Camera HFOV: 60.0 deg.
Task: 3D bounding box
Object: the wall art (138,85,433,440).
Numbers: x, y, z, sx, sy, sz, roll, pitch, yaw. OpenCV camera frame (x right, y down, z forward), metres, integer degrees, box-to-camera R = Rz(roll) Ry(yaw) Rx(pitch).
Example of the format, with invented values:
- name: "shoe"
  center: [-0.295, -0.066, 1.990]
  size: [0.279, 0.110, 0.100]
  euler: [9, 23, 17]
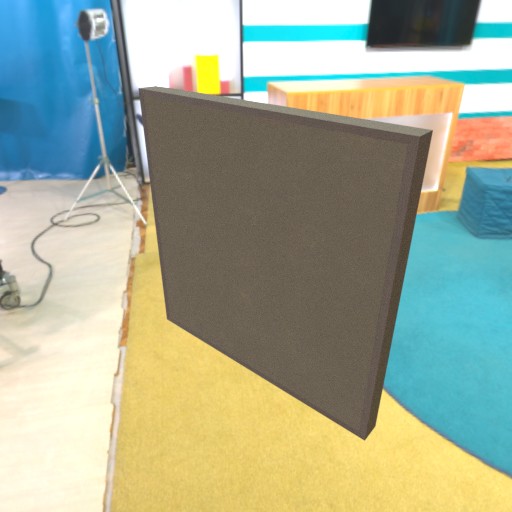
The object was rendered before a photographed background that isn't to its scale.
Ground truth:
- name: "wall art"
  center: [0.000, 0.000, 0.771]
  size: [0.508, 0.506, 0.038]
  euler: [23, 37, 34]
